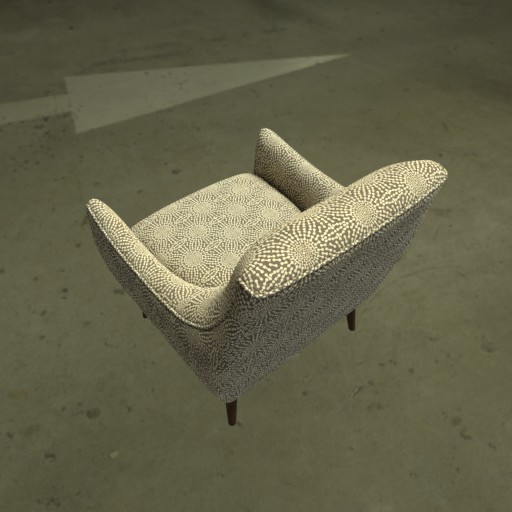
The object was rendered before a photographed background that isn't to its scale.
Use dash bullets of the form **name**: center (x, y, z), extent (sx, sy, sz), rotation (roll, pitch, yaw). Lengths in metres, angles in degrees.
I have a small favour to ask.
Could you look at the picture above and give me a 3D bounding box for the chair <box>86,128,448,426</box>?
- **chair**: center (0.000, 0.000, 1.431), extent (0.762, 0.838, 0.787), rotation (-31, 53, -26)
